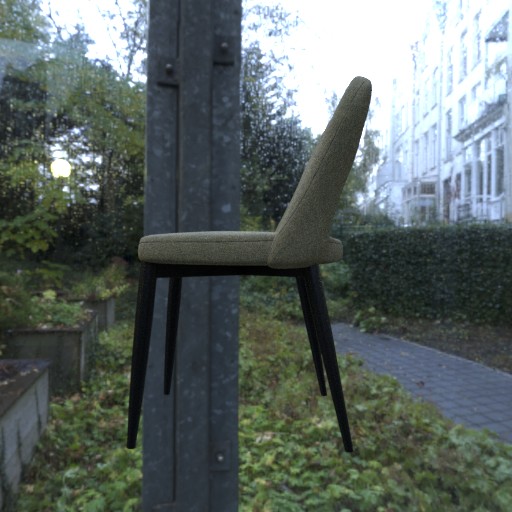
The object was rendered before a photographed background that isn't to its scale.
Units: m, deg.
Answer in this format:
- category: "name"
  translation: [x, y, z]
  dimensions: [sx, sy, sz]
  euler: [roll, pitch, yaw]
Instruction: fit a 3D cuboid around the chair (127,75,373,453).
- category: "chair"
  translation: [0.000, 0.000, 1.261]
  dimensions: [0.612, 0.931, 0.470]
  euler: [0, 0, 0]
